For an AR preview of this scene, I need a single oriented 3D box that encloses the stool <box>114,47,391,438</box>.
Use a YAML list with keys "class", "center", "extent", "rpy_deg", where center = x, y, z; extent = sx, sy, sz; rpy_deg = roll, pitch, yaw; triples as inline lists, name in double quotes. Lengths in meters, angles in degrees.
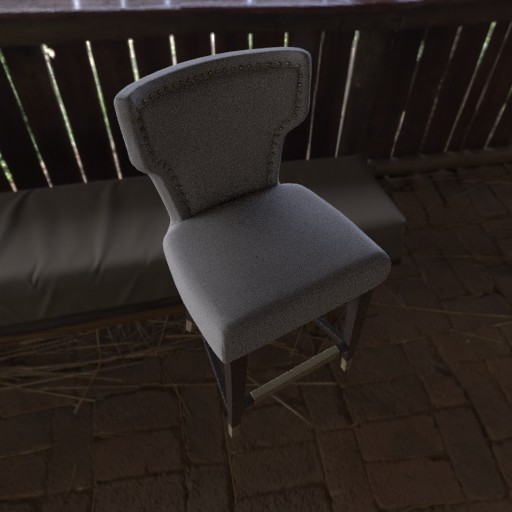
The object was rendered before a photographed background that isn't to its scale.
- class: "stool"
  center: [0.000, 0.000, 1.304]
  extent: [0.527, 0.982, 0.563]
  rpy_deg: [-24, 51, -21]
